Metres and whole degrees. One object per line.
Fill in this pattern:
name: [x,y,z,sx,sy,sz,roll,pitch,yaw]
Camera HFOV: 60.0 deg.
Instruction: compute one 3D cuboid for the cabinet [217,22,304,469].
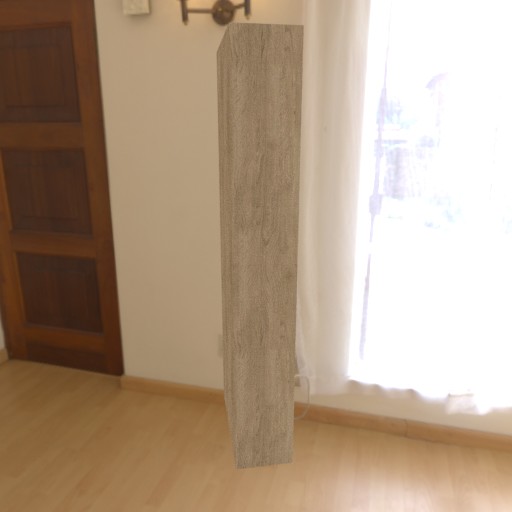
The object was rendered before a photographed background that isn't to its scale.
cabinet: [0.000,0.000,1.834,0.250,1.630,0.520,-2,16,-9]
